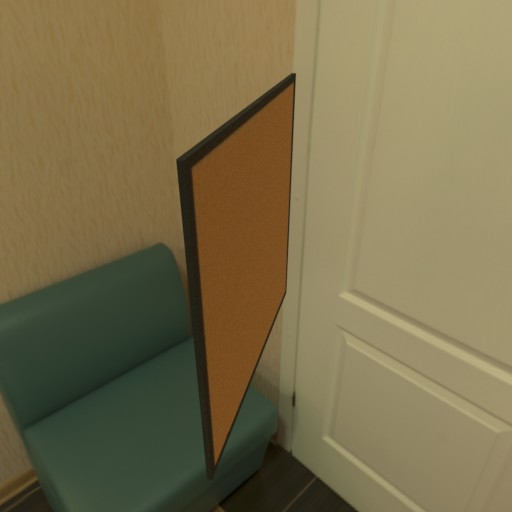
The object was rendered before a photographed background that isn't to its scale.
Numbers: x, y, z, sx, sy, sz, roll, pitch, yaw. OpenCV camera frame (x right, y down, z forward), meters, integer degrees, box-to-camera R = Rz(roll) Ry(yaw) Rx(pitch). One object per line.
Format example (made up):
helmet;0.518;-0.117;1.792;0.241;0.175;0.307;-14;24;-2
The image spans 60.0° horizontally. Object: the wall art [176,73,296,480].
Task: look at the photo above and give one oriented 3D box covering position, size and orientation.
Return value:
wall art;0.000;0.000;1.227;0.013;0.823;0.823;9;32;14
